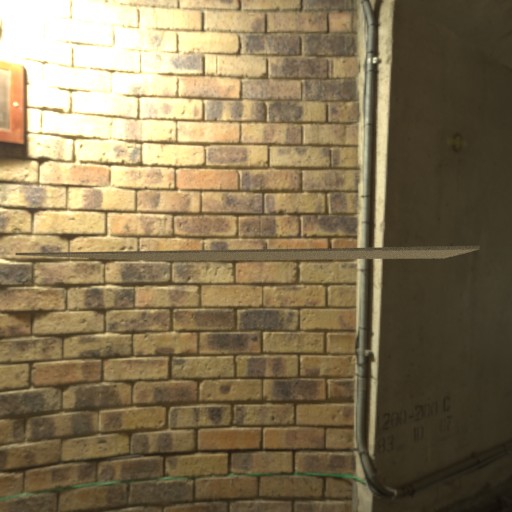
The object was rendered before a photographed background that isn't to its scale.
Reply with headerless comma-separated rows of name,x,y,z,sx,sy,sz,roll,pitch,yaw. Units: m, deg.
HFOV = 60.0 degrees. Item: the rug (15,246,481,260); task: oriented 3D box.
rug,0.000,0.000,2.918,2.438,0.014,1.524,-1,-2,18
